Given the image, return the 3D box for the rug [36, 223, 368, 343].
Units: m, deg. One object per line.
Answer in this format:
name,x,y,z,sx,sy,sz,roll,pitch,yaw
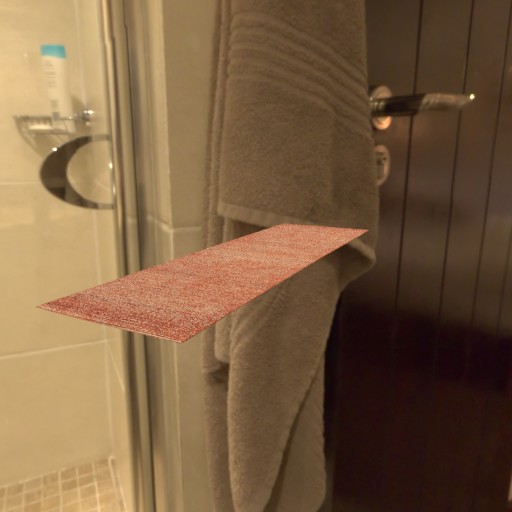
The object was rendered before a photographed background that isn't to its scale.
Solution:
rug,0.000,0.000,2.588,0.718,0.013,2.353,7,15,28
